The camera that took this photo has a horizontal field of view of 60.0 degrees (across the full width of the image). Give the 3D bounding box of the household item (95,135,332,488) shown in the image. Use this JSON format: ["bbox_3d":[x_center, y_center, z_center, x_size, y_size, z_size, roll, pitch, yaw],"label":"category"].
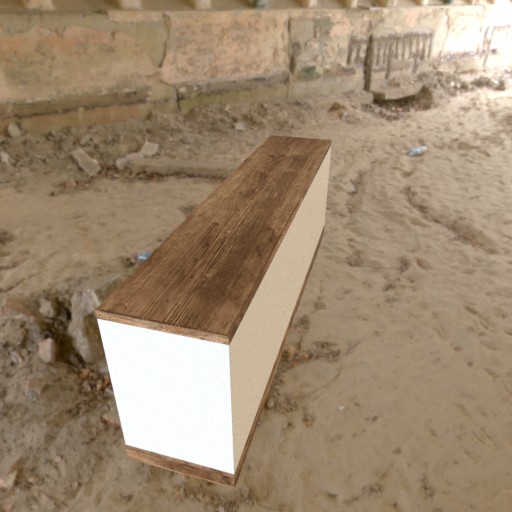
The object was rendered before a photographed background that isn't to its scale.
[{"bbox_3d":[0.000,0.000,2.024,0.390,0.615,1.800,8,31,14],"label":"household item"}]
